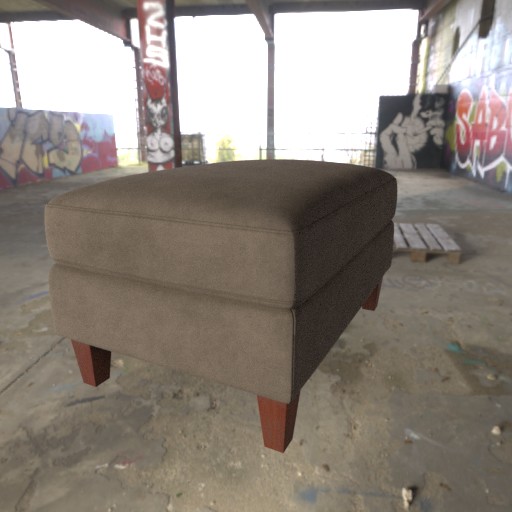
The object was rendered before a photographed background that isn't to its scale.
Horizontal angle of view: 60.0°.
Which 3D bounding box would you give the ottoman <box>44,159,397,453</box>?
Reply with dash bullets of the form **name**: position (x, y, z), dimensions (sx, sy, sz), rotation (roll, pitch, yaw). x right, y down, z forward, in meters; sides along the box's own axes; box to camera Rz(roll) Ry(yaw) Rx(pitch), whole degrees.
- **ottoman**: position (0.000, 0.000, 1.182), dimensions (0.584, 0.483, 0.864), rotation (8, 18, 26)
